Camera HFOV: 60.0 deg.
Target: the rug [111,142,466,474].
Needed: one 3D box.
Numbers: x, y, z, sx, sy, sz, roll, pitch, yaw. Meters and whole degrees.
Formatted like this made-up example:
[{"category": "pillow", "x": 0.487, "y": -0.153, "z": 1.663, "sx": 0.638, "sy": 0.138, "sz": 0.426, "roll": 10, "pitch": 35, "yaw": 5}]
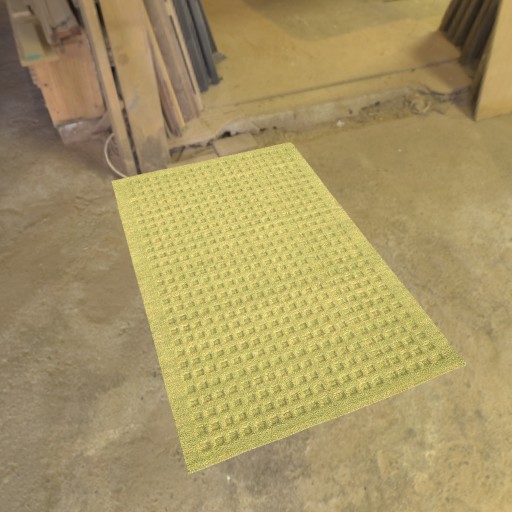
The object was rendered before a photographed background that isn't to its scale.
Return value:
[{"category": "rug", "x": 0.000, "y": 0.000, "z": 2.898, "sx": 1.529, "sy": 0.007, "sz": 2.297, "roll": -16, "pitch": 49, "yaw": -14}]
